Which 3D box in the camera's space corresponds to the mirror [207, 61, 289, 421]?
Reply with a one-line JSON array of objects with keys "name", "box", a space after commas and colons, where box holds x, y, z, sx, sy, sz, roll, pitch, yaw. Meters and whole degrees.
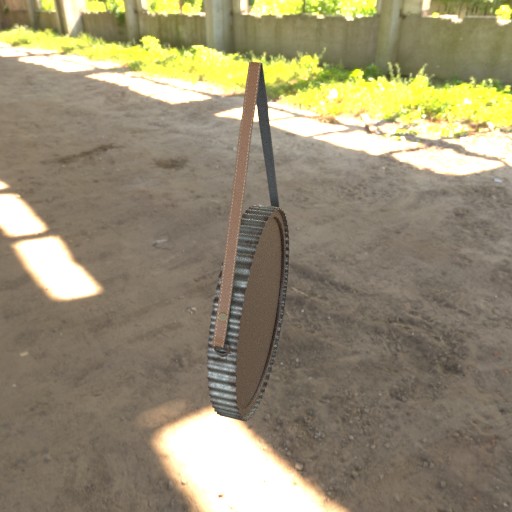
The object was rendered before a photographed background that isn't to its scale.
[{"name": "mirror", "box": [0.000, 0.000, 0.703, 0.042, 0.568, 0.355, 8, 31, 13]}]
